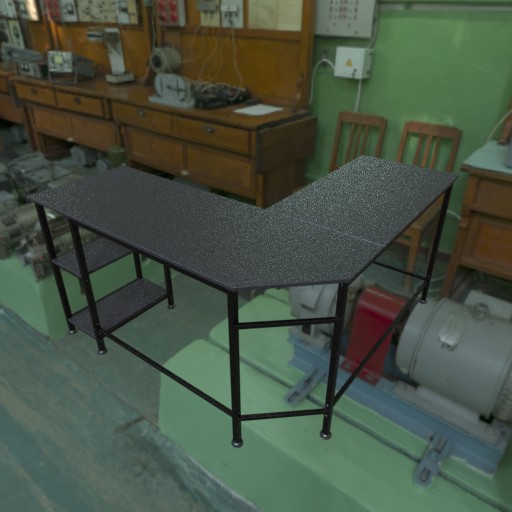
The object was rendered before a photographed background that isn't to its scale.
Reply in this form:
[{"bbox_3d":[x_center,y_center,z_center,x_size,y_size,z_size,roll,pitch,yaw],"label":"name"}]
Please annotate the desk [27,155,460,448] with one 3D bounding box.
[{"bbox_3d":[0.000,0.000,2.173,1.379,0.739,1.379,21,36,31],"label":"desk"}]
